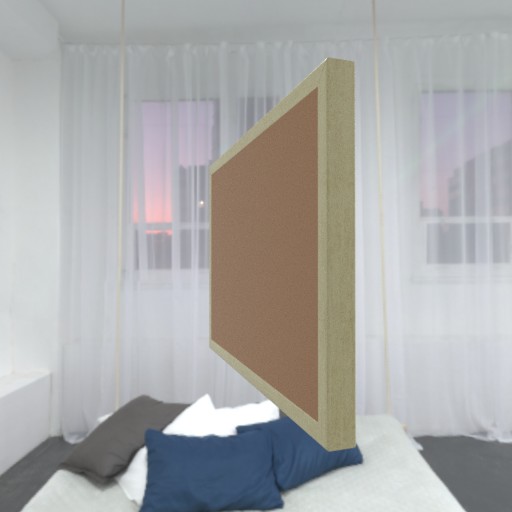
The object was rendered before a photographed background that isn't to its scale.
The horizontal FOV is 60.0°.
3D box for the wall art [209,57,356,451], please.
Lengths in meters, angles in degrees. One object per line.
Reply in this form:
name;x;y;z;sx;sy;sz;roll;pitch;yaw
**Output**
wall art;0.000;0.000;0.685;0.032;0.381;0.533;0;-1;-18
